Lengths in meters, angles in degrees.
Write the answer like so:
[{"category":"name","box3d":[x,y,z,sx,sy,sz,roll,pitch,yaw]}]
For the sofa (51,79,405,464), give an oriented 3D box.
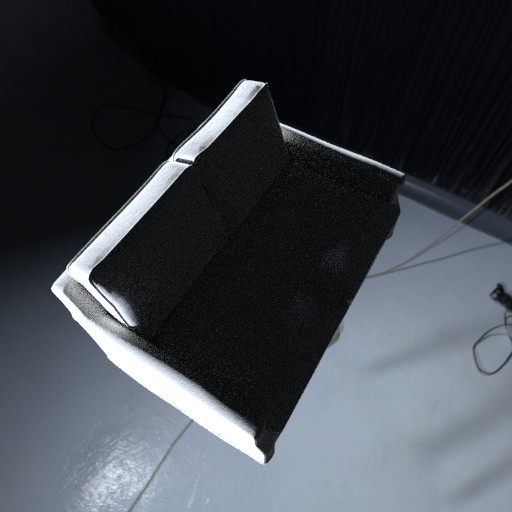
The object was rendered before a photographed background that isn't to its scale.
[{"category":"sofa","box3d":[0.000,0.000,2.293,1.084,1.003,1.597,28,63,16]}]
